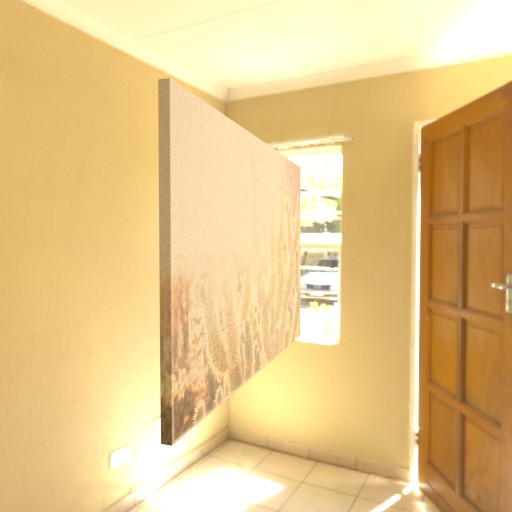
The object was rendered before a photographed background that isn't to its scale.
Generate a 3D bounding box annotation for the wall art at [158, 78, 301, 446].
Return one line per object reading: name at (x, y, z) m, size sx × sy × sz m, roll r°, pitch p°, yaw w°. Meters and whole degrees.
wall art at (0.000, 0.000, 1.939) m, size 0.038 × 1.012 × 1.525 m, roll 1°, pitch 2°, yaw 19°
